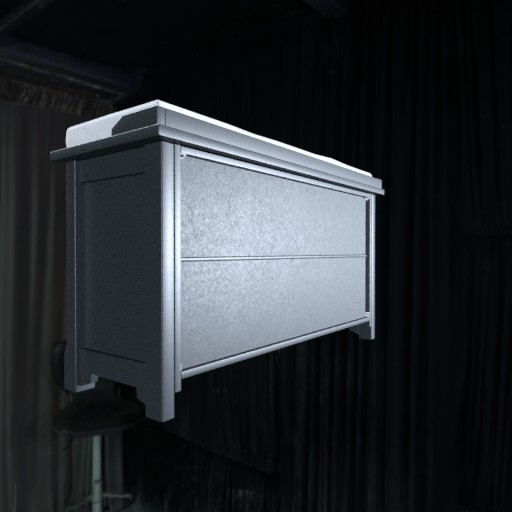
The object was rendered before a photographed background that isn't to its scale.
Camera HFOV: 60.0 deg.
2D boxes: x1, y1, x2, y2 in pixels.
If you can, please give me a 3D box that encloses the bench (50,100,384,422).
[{"bbox_3d":[0.000,0.000,1.213,0.345,0.561,0.973,0,1,37],"label":"bench"}]
